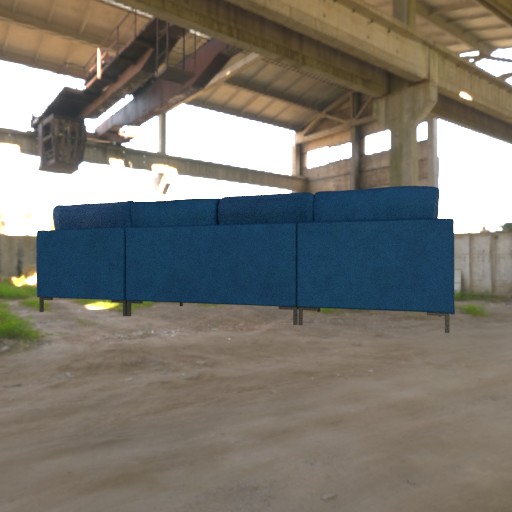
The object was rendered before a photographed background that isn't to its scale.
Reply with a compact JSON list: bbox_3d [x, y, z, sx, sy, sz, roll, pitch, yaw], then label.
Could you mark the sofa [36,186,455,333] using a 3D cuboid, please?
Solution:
[{"bbox_3d":[0.000,0.000,4.318,3.434,0.992,2.055,0,0,20],"label":"sofa"}]
